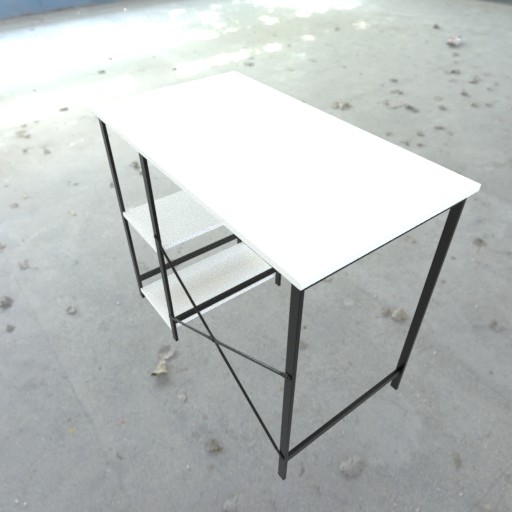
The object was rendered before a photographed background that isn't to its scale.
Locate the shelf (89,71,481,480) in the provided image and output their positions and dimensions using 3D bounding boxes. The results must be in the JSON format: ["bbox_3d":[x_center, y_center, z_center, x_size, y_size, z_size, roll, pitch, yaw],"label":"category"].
[{"bbox_3d":[0.000,0.000,1.327,0.498,0.750,0.902,-26,47,-27],"label":"shelf"}]
